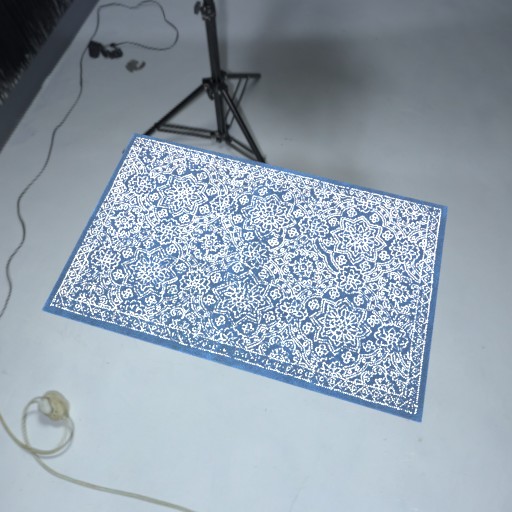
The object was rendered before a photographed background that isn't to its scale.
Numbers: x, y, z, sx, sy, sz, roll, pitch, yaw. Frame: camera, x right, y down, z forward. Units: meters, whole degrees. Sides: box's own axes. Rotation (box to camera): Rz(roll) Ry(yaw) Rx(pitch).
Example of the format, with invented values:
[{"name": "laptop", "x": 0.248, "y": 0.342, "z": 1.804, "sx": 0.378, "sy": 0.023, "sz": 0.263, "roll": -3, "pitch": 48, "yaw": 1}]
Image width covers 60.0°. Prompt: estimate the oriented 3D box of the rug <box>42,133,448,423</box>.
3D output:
[{"name": "rug", "x": 0.000, "y": 0.000, "z": 3.029, "sx": 2.441, "sy": 0.015, "sz": 1.526, "roll": 15, "pitch": 65, "yaw": 7}]
